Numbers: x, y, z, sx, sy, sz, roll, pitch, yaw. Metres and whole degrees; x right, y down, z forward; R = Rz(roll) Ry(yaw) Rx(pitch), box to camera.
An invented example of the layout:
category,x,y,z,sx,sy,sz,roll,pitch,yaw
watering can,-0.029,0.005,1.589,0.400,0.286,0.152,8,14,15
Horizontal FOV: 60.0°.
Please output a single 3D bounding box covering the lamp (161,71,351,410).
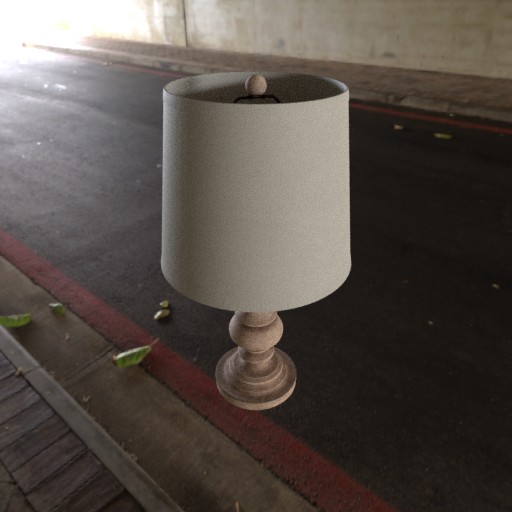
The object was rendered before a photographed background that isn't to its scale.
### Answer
category,x,y,z,sx,sy,sz,roll,pitch,yaw
lamp,0.000,0.000,0.649,0.273,0.497,0.273,0,31,0
